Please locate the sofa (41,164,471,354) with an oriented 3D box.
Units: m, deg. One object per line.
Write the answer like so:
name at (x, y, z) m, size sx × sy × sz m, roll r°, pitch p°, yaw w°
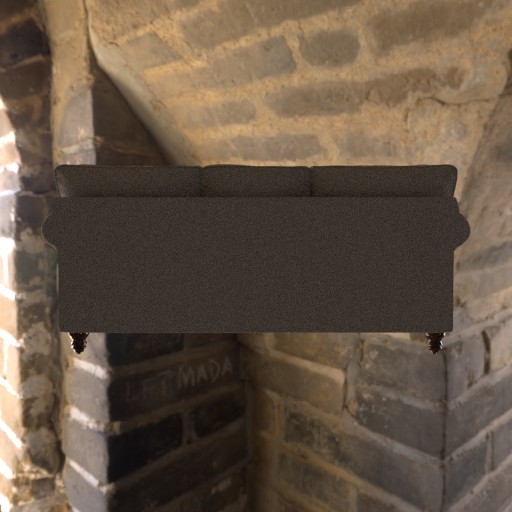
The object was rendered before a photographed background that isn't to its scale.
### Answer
sofa at (0.000, 0.000, 2.572) m, size 2.084 × 0.961 × 0.916 m, roll 0°, pitch 1°, yaw 0°
